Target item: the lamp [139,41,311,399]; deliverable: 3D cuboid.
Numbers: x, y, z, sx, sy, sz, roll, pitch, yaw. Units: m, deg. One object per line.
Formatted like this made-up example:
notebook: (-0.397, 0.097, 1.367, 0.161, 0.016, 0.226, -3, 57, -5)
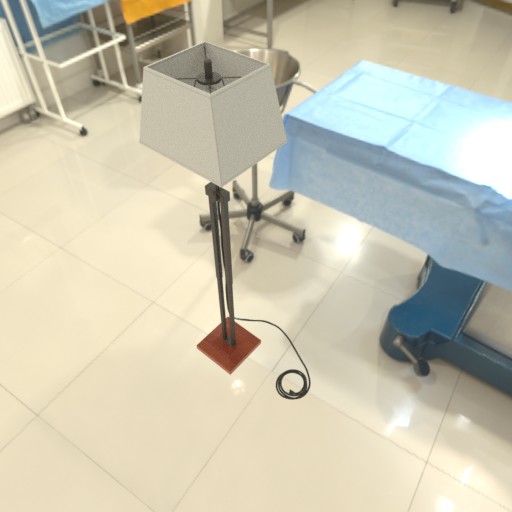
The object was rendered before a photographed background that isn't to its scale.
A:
lamp: (0.000, 0.000, 2.007, 0.745, 1.712, 0.472, 32, 54, 26)
